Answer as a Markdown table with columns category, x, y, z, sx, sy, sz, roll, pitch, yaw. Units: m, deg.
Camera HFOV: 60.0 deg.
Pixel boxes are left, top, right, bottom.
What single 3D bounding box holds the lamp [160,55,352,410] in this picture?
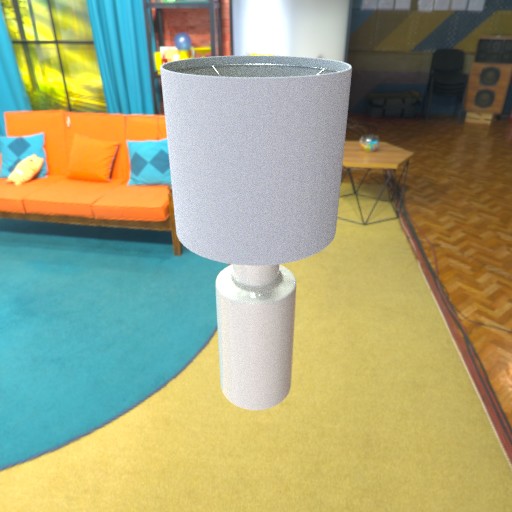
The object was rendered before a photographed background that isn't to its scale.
| category | x | y | z | sx | sy | sz | roll | pitch | yaw |
| --- | --- | --- | --- | --- | --- | --- | --- | --- | --- |
| lamp | 0.000 | 0.000 | 0.618 | 0.212 | 0.493 | 0.212 | -18 | 34 | -29 |
